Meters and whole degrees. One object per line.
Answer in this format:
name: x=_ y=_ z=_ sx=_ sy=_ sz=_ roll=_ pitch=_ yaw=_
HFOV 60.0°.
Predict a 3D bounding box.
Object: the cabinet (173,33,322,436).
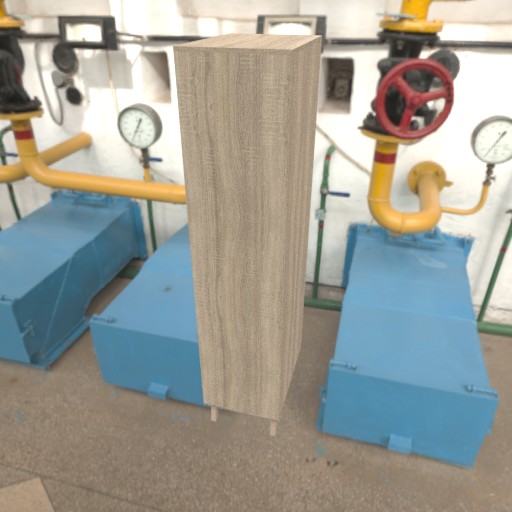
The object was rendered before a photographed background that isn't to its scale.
cabinet: x=0.000 y=0.000 z=2.106 sx=0.400 sy=1.850 sz=0.570 roll=8 pitch=32 yaw=14
